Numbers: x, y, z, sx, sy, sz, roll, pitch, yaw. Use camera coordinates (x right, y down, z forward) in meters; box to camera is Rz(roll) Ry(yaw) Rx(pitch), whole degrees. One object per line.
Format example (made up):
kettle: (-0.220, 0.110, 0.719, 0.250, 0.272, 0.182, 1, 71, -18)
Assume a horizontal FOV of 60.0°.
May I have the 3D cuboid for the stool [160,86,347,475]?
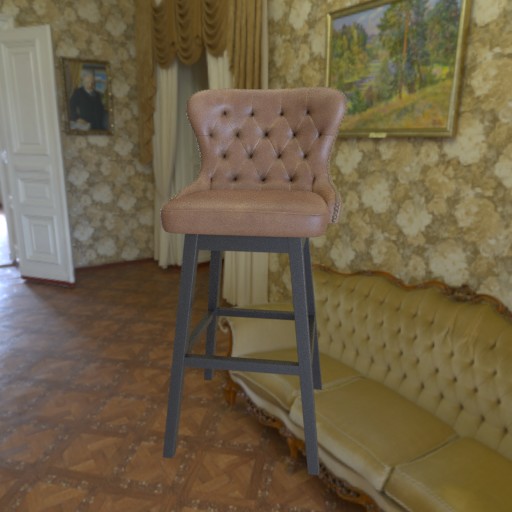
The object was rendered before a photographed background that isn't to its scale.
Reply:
stool: (0.000, 0.000, 1.385, 0.528, 1.050, 0.601, 2, 14, 9)
